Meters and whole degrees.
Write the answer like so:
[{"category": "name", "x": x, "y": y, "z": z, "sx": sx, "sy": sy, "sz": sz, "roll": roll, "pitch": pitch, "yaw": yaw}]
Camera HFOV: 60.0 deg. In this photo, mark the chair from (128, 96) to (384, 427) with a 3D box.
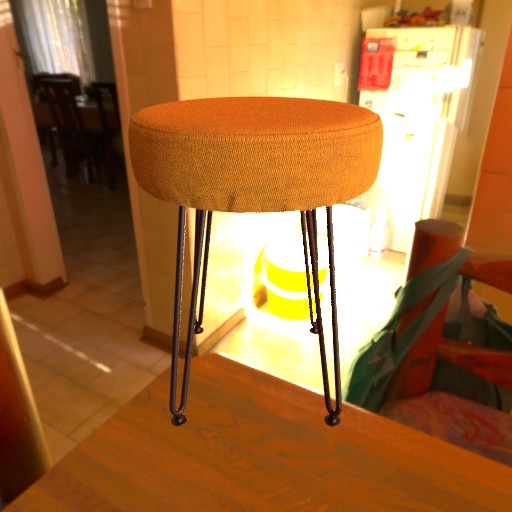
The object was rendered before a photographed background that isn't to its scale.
[{"category": "chair", "x": 0.000, "y": 0.000, "z": 0.700, "sx": 0.345, "sy": 0.455, "sz": 0.345, "roll": 0, "pitch": 26, "yaw": 0}]
